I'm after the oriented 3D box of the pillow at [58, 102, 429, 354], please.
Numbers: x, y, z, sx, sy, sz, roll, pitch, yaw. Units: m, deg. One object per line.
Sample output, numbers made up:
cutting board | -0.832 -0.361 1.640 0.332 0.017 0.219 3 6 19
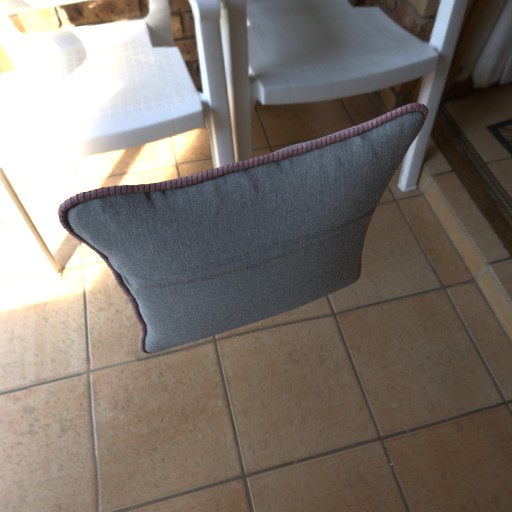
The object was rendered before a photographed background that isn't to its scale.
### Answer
pillow | 0.000 0.000 0.732 0.482 0.491 0.124 -17 60 -11
